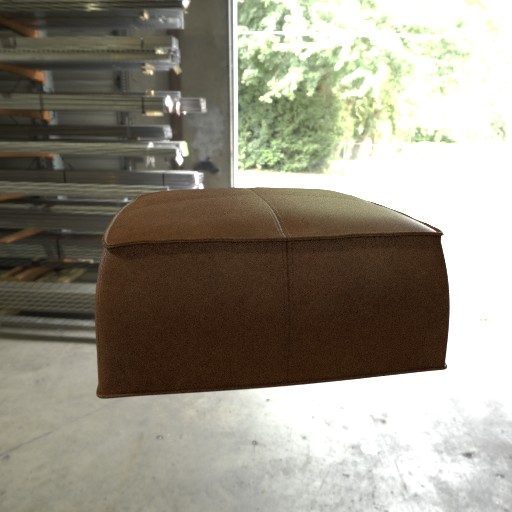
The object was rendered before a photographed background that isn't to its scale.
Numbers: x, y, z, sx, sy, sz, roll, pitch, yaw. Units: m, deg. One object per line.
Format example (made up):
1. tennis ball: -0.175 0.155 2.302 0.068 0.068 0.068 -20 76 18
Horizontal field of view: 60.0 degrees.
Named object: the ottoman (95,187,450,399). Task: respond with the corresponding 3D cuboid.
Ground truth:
1. ottoman: 0.000 0.000 1.405 0.901 0.395 0.902 -2 15 -8
